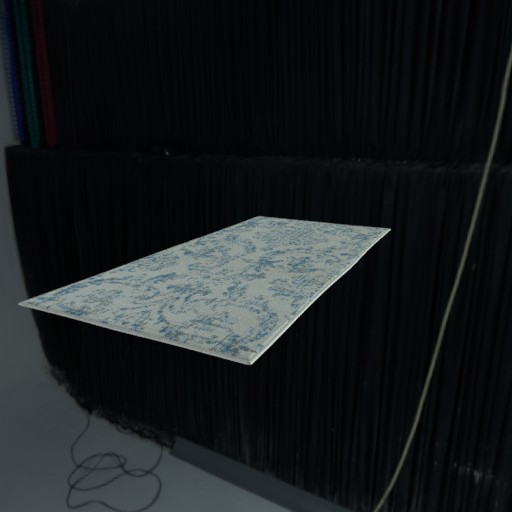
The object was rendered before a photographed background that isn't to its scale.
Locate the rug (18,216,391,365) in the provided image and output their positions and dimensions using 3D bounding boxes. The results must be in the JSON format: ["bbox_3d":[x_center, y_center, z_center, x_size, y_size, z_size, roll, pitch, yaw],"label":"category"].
[{"bbox_3d":[0.000,0.000,1.406,0.605,0.007,1.220,8,17,26],"label":"rug"}]
